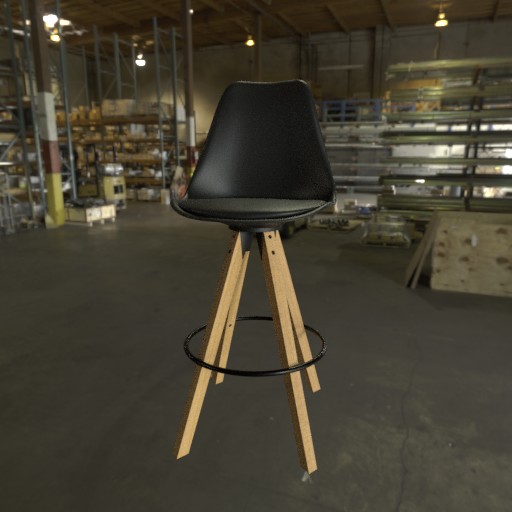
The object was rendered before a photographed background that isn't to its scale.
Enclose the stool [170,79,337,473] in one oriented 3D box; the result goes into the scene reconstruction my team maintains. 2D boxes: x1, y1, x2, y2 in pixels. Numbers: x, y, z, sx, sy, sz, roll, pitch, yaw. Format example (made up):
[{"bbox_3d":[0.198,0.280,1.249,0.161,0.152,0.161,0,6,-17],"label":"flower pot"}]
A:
[{"bbox_3d":[0.000,0.000,1.391,0.485,1.115,0.550,2,13,9],"label":"stool"}]
